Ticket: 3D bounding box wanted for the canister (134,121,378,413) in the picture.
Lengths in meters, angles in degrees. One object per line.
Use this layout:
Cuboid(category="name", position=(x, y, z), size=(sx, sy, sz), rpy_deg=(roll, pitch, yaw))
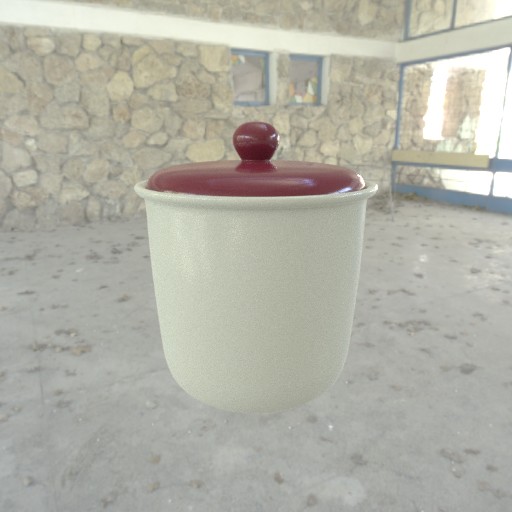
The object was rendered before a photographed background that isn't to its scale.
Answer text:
Cuboid(category="canister", position=(0.000, 0.000, 0.357), size=(0.182, 0.208, 0.182), rpy_deg=(0, 15, 0))
